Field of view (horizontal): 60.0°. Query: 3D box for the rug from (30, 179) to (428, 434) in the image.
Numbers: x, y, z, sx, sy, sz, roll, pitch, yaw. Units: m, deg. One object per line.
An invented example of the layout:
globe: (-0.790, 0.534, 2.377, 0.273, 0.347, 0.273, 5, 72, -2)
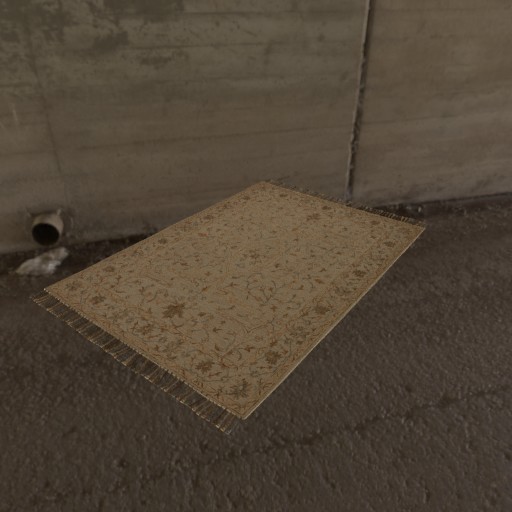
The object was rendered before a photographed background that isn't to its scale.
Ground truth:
rug: (0.000, 0.000, 2.350, 1.218, 0.017, 1.861, 22, 37, 31)
